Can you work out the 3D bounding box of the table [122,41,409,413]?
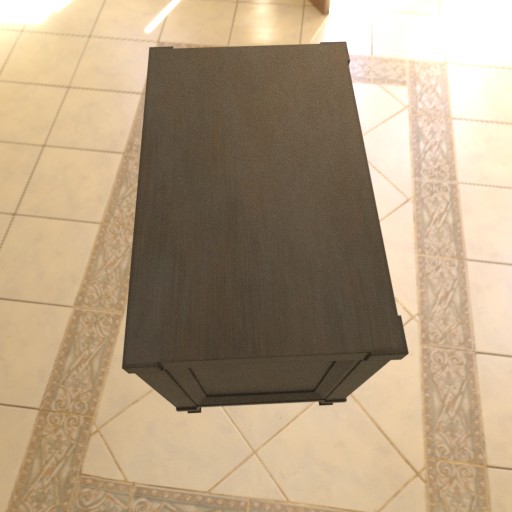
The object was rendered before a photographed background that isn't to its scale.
[{"bbox_3d":[0.000,0.000,1.072,0.413,0.660,0.660,-2,64,-1],"label":"table"}]
